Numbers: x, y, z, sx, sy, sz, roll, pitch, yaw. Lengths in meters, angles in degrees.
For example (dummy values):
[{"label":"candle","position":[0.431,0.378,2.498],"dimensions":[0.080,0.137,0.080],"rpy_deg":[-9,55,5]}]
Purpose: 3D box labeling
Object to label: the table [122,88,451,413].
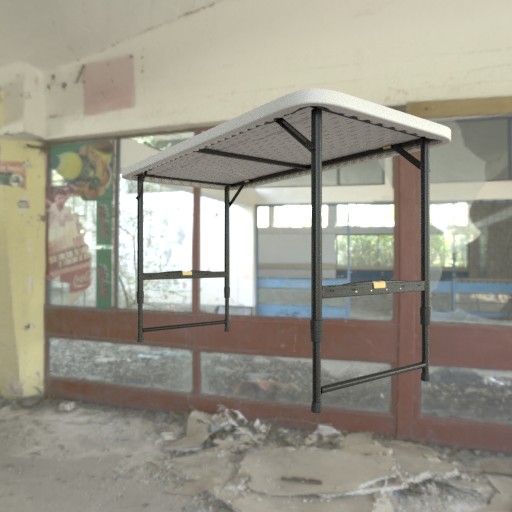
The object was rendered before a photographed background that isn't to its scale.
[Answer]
[{"label":"table","position":[0.000,0.000,1.611],"dimensions":[0.610,0.737,1.219],"rpy_deg":[0,0,-37]}]
